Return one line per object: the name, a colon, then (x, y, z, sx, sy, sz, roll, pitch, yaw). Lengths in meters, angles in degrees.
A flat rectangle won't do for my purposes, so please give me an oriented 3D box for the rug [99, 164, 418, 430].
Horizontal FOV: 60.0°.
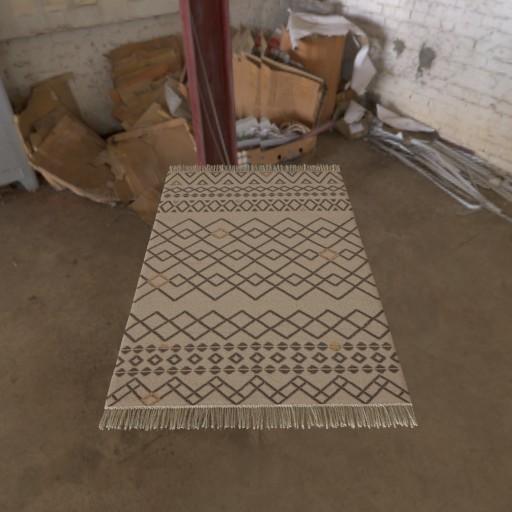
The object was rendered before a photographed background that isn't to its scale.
rug: (0.000, 0.000, 2.447, 1.224, 0.028, 2.023, 0, 41, 0)
